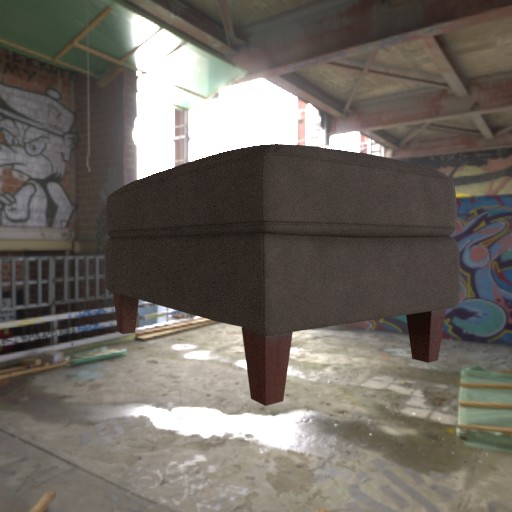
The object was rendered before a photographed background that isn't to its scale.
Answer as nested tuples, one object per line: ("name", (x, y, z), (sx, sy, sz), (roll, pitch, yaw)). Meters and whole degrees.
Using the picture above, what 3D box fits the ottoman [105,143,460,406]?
("ottoman", (0.000, 0.000, 1.205), (0.584, 0.483, 0.864), (-1, 2, -35))
